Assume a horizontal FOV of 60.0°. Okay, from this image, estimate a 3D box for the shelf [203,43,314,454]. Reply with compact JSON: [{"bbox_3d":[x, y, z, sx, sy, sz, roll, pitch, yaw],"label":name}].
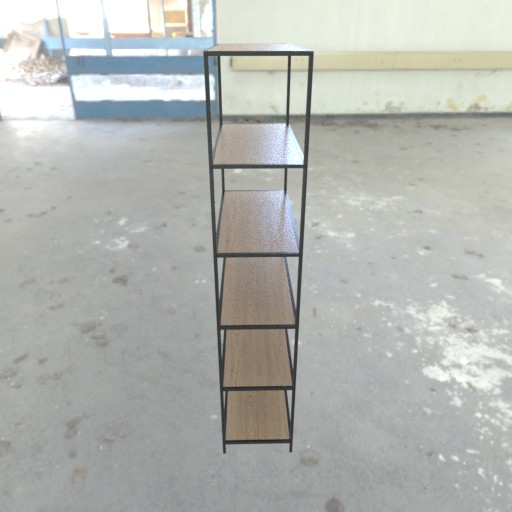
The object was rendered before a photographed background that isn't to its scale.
[{"bbox_3d":[0.000,0.000,2.165,0.350,1.850,0.770,-1,27,-1],"label":"shelf"}]
